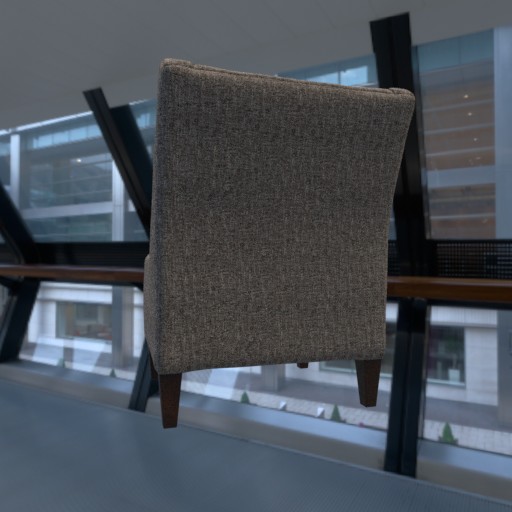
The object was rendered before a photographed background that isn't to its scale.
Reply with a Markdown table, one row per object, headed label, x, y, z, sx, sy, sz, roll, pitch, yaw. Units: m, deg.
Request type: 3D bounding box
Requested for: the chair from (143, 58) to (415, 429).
| label | x | y | z | sx | sy | sz | roll | pitch | yaw |
| --- | --- | --- | --- | --- | --- | --- | --- | --- | --- |
| chair | 0.000 | 0.000 | 1.618 | 0.774 | 1.014 | 0.870 | 0 | -1 | -17 |
